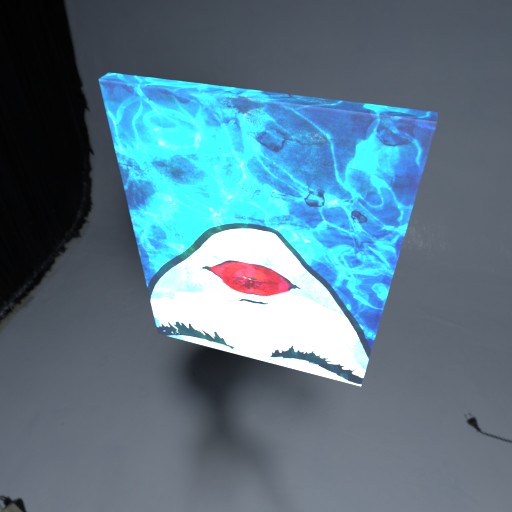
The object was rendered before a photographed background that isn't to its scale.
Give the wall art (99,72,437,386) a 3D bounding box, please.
[{"bbox_3d":[0.000,0.000,1.031,0.609,0.760,0.038,12,43,13],"label":"wall art"}]
